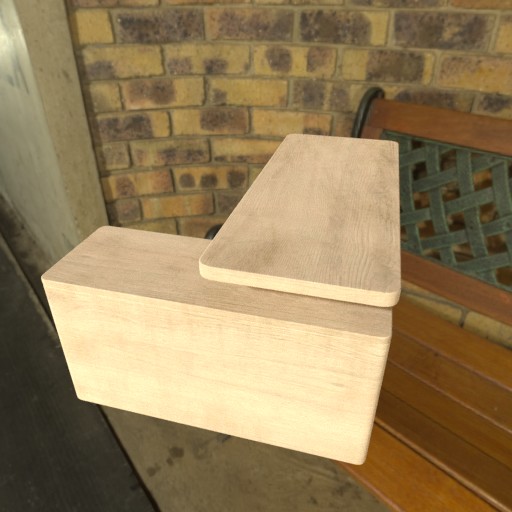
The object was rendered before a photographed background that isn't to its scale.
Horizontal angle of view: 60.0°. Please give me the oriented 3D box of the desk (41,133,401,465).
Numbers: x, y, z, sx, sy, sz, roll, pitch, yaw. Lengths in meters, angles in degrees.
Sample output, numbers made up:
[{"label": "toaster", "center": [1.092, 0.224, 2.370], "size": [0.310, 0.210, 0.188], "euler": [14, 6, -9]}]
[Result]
[{"label": "desk", "center": [0.000, 0.000, 2.081], "size": [1.175, 0.770, 1.400], "euler": [8, 32, 13]}]
